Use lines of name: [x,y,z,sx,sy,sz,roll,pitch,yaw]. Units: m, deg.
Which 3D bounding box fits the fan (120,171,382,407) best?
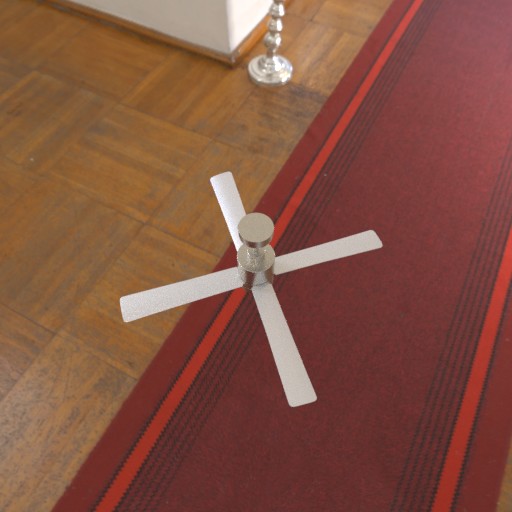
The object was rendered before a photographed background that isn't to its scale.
fan: [0.000,0.000,2.356,1.525,0.539,1.525,-15,60,-9]
